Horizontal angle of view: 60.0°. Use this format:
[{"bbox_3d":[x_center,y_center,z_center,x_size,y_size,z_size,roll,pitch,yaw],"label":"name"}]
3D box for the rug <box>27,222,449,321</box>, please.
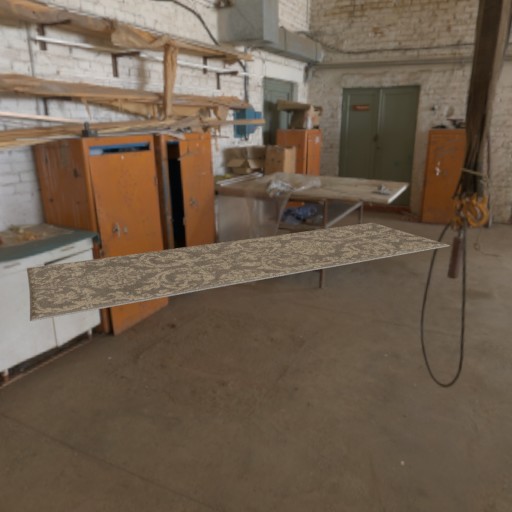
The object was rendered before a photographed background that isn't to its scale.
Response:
[{"bbox_3d":[0.000,0.000,2.379,2.196,0.011,0.662,-9,19,-26],"label":"rug"}]
